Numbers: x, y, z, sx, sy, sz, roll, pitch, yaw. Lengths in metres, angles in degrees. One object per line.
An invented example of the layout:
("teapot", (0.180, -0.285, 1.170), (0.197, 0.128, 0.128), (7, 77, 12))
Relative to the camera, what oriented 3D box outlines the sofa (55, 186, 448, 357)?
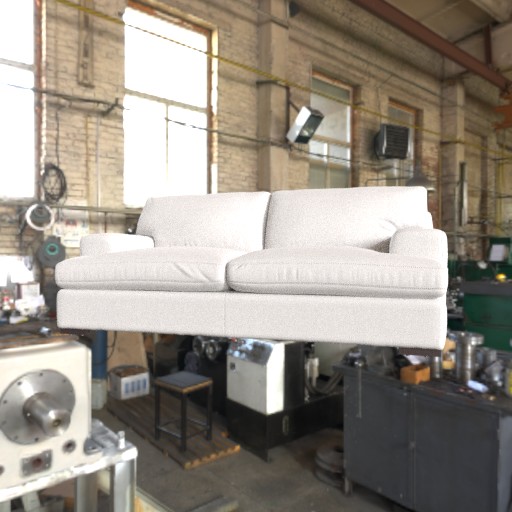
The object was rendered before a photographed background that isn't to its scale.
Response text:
("sofa", (0.000, 0.000, 2.849), (2.261, 0.940, 1.143), (0, 0, 17))
